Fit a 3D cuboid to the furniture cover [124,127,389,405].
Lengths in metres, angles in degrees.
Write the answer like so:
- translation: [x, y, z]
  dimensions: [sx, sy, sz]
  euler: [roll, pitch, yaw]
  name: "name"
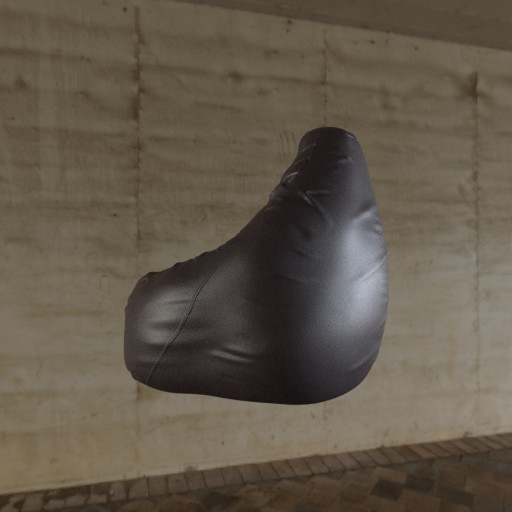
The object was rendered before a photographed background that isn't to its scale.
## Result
- translation: [0.000, 0.000, 1.864]
  dimensions: [1.070, 0.990, 1.070]
  euler: [0, -1, 18]
  name: "furniture cover"
